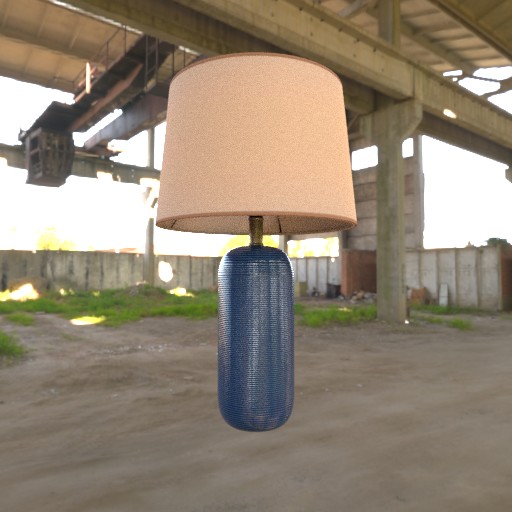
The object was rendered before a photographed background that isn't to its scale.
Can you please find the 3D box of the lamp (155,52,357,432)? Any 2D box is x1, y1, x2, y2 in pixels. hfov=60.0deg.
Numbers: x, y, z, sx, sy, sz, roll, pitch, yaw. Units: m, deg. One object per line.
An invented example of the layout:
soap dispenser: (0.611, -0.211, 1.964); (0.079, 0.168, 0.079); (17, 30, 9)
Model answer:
lamp: (0.000, 0.000, 0.823); (0.367, 0.609, 0.367); (0, -2, 0)
